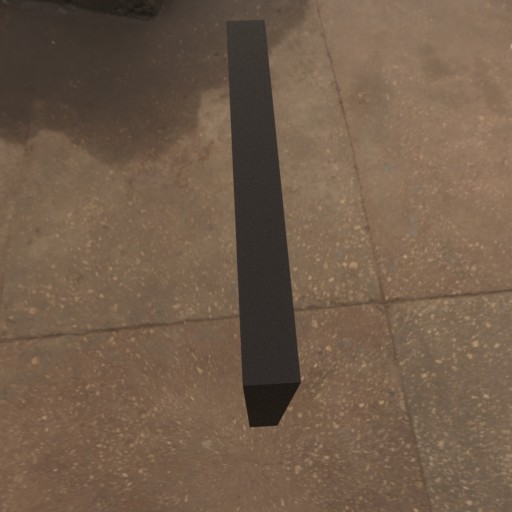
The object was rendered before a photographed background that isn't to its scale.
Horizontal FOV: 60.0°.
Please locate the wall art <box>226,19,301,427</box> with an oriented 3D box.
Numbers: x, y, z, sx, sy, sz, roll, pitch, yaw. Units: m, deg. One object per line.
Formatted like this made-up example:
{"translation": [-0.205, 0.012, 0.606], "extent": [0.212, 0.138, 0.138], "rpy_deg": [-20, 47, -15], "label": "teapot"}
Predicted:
{"translation": [0.000, 0.000, 0.454], "extent": [0.033, 0.304, 0.305], "rpy_deg": [-3, 65, -1], "label": "wall art"}
